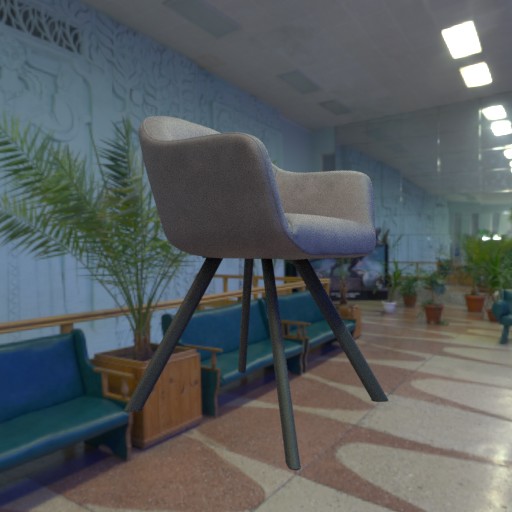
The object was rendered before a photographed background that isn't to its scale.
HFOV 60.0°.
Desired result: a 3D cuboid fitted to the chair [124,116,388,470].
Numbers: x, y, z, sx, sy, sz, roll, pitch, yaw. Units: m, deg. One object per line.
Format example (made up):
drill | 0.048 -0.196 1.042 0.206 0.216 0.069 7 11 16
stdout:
chair | 0.000 0.000 1.163 0.544 0.781 0.567 1 1 37
